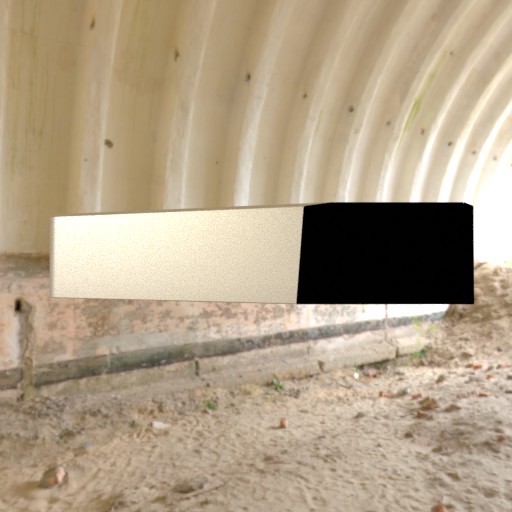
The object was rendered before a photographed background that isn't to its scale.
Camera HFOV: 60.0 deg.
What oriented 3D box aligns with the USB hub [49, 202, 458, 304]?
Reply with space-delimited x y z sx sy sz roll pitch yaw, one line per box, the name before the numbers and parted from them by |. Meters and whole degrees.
USB hub | 0.000 0.000 0.126 0.110 0.023 0.044 0 -1 18
